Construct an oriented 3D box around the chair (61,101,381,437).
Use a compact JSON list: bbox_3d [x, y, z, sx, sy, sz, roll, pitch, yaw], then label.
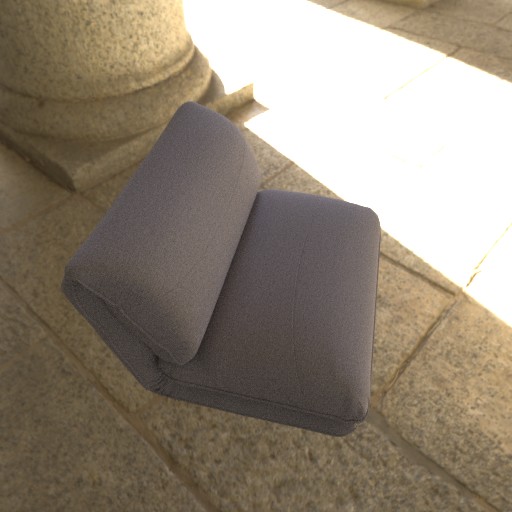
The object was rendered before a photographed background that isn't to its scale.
[{"bbox_3d":[0.000,0.000,1.367,0.780,0.580,0.820,10,48,9],"label":"chair"}]
